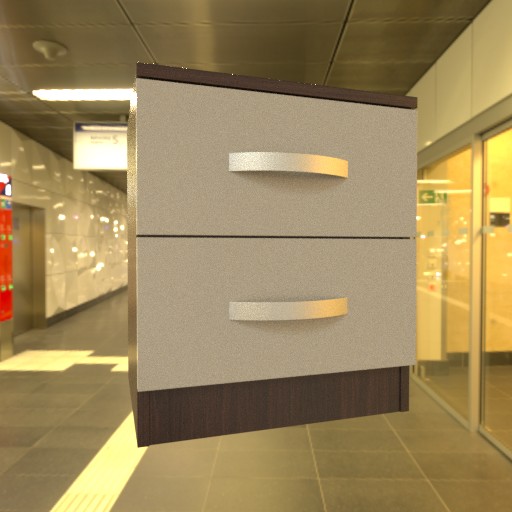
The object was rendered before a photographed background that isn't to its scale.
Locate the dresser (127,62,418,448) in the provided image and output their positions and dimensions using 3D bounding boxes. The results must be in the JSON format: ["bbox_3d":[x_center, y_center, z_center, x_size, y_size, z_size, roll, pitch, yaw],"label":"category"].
[{"bbox_3d":[0.000,0.000,0.740,0.400,0.470,0.360,0,1,-18],"label":"dresser"}]
